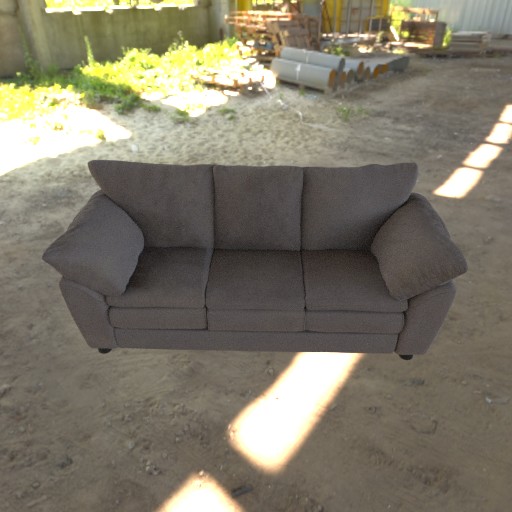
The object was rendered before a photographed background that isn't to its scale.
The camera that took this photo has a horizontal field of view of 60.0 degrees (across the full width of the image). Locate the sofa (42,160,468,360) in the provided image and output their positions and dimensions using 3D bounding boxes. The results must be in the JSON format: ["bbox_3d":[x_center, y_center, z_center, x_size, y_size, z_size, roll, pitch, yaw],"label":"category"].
[{"bbox_3d":[0.000,0.000,2.855,2.336,1.073,0.878,1,30,2],"label":"sofa"}]
